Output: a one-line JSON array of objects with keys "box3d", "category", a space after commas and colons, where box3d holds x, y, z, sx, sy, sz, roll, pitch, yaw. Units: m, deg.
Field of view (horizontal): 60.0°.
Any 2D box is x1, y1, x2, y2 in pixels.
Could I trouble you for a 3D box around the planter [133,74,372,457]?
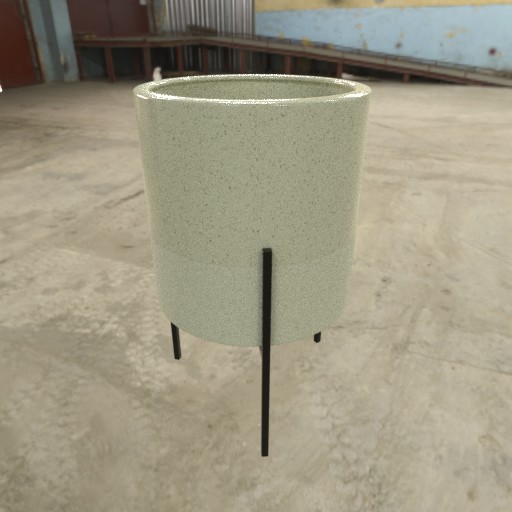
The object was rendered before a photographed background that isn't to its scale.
[{"box3d": [0.000, 0.000, 0.537, 0.243, 0.390, 0.234, -19, 33, -32], "category": "planter"}]
